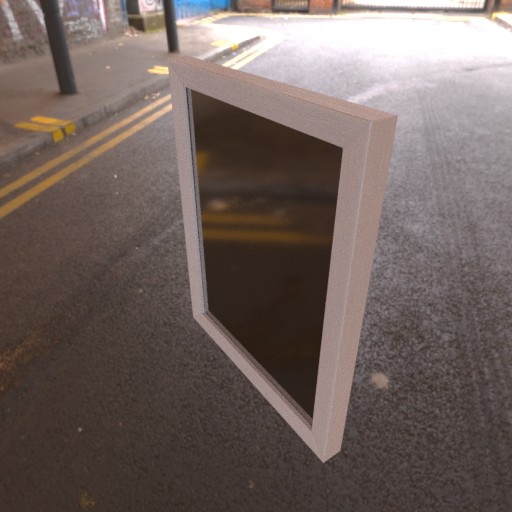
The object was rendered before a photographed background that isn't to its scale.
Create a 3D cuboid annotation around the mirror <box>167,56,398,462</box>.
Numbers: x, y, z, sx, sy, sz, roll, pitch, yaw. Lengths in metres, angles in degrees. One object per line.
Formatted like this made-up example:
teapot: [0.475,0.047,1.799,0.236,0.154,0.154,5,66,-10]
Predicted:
mirror: [0.000,0.000,0.673,0.041,0.508,0.405,-21,38,-29]
